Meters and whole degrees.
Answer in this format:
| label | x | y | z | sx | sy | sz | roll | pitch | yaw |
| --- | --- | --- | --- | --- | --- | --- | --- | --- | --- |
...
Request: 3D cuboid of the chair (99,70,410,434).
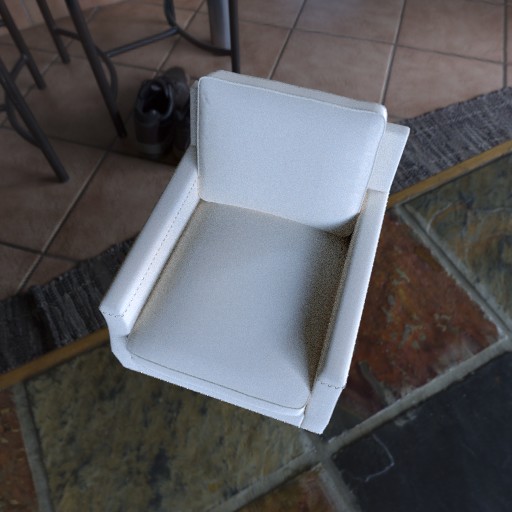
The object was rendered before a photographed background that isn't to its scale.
| label | x | y | z | sx | sy | sz | roll | pitch | yaw |
| --- | --- | --- | --- | --- | --- | --- | --- | --- | --- |
| chair | 0.000 | 0.000 | 1.698 | 0.853 | 0.943 | 1.014 | 16 | 60 | 10 |
